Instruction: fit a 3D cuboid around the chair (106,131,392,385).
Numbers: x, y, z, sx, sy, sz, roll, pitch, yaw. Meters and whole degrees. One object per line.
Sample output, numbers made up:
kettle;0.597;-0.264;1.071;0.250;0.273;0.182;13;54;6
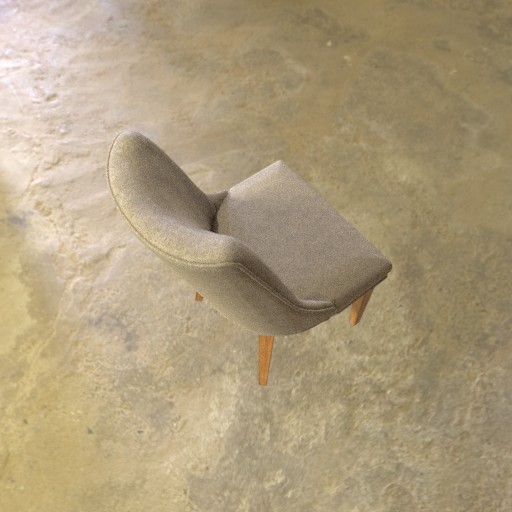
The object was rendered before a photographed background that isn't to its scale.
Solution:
chair;0.000;0.000;1.330;0.636;0.916;0.548;-33;63;-19
